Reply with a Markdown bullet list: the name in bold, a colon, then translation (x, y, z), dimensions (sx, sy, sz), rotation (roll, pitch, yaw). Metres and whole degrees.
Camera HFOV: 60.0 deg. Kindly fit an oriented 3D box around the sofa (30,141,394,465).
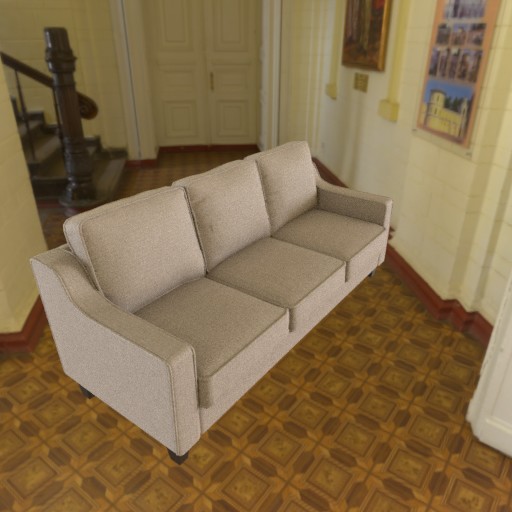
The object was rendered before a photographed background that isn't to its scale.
- **sofa**: translation (0.000, 0.000, 2.588), dimensions (0.899, 0.950, 2.129), rotation (19, 33, 32)
